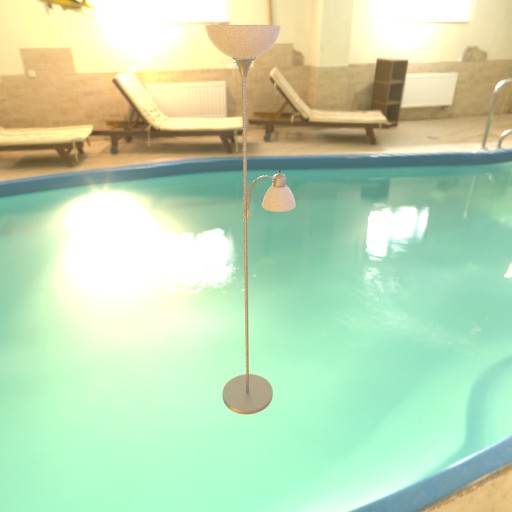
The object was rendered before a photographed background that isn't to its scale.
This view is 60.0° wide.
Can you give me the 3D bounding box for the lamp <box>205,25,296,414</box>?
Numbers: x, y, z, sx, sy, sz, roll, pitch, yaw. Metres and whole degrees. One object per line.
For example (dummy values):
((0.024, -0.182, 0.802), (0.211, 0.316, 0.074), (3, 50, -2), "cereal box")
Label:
((0.000, 0.000, 1.956), (0.279, 1.804, 0.425), (-19, 34, -32), "lamp")
